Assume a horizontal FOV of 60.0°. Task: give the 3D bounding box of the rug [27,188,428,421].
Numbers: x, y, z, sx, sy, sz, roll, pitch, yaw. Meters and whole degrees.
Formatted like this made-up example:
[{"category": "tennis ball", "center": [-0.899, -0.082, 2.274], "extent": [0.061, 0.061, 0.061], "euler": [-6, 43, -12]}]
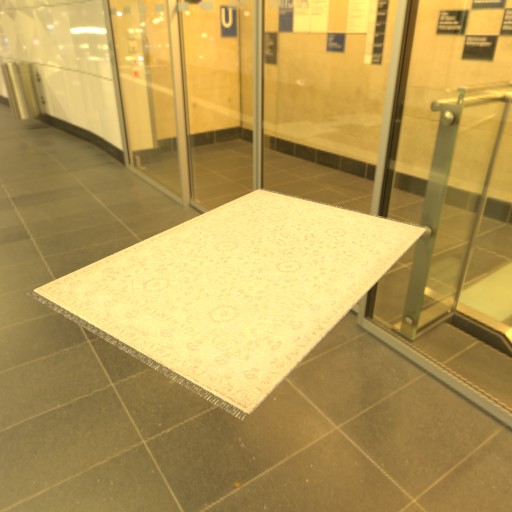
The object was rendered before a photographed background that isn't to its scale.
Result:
[{"category": "rug", "center": [0.000, 0.000, 2.858], "extent": [1.514, 0.011, 2.233], "euler": [19, 33, 32]}]
